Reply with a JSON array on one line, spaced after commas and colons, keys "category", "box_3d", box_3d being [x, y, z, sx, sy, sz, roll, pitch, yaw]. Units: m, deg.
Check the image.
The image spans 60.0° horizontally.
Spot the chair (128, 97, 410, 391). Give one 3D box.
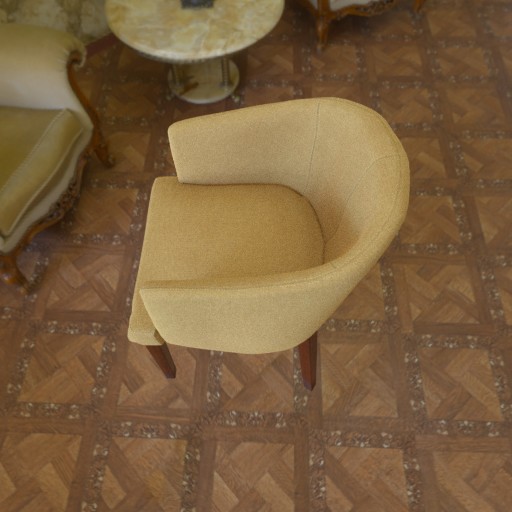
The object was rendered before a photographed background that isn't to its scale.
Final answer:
[{"category": "chair", "box_3d": [0.000, 0.000, 1.282, 0.655, 0.811, 0.583, 1, 58, 1]}]
